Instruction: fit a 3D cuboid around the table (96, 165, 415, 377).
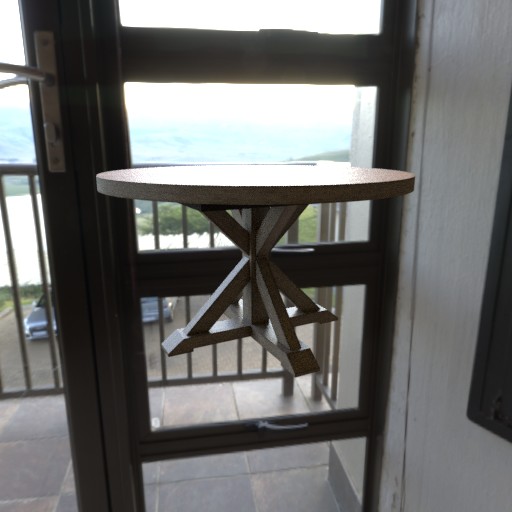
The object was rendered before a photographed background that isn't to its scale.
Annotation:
[{"bbox_3d":[0.000,0.000,2.095,1.363,0.781,1.363,0,14,0],"label":"table"}]
